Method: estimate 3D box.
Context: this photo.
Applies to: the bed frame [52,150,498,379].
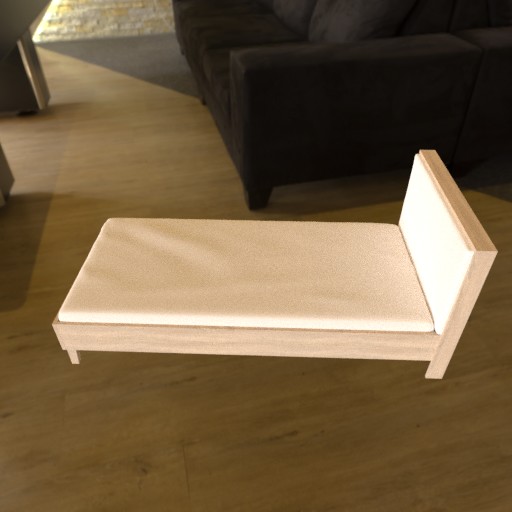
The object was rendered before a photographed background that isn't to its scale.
[{"bbox_3d":[0.000,0.000,2.631,2.140,0.920,0.990,1,39,2],"label":"bed frame"}]
